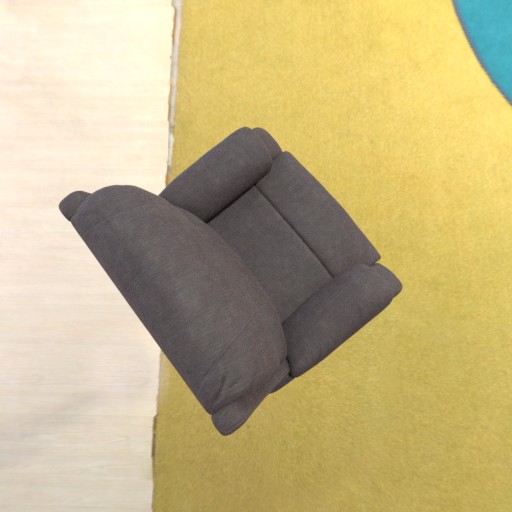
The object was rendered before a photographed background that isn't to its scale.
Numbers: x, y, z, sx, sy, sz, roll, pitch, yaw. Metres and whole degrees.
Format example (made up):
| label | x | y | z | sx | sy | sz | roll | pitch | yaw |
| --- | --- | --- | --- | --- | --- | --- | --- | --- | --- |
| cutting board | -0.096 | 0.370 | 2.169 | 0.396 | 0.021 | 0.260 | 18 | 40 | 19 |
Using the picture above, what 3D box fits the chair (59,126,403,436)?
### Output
| label | x | y | z | sx | sy | sz | roll | pitch | yaw |
| --- | --- | --- | --- | --- | --- | --- | --- | --- | --- |
| chair | 0.000 | 0.000 | 1.734 | 0.899 | 1.011 | 0.930 | -37 | 78 | -9 |
